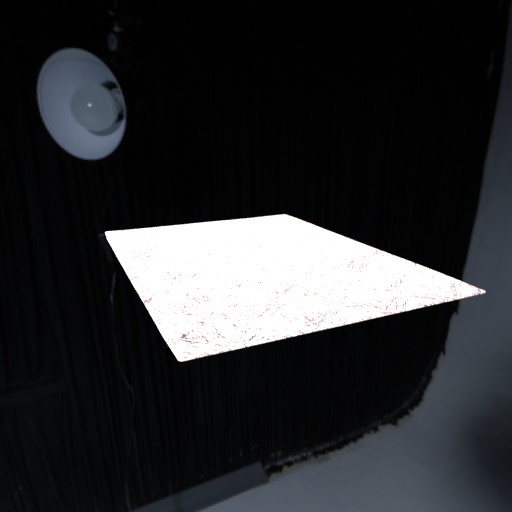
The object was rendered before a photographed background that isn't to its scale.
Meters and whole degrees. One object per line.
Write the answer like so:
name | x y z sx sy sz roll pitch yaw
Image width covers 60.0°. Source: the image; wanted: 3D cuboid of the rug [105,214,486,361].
rug | 0.000 0.000 4.288 2.436 0.024 3.226 -8 19 -24
